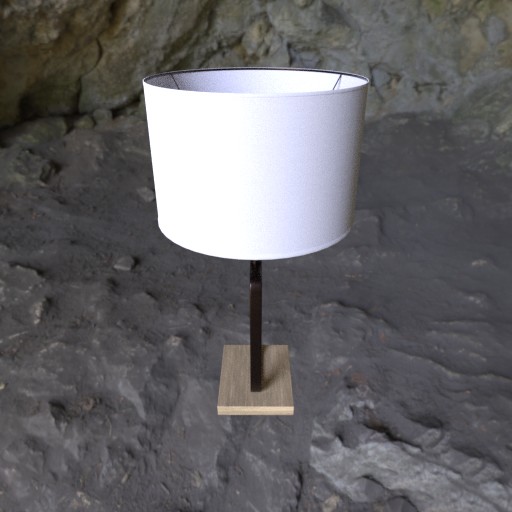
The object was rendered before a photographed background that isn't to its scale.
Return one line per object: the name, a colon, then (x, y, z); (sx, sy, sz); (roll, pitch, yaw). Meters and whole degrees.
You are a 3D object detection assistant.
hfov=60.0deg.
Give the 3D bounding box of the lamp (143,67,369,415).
lamp: (0.000, 0.000, 0.677); (0.279, 0.508, 0.279); (0, 28, 0)
